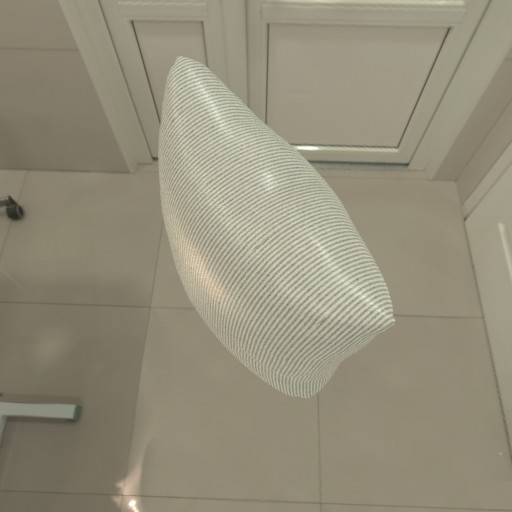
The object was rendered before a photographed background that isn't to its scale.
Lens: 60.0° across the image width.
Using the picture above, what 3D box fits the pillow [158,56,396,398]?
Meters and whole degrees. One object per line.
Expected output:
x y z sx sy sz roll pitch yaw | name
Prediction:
0.000 0.000 0.698 0.310 0.432 0.387 2 64 1 | pillow
